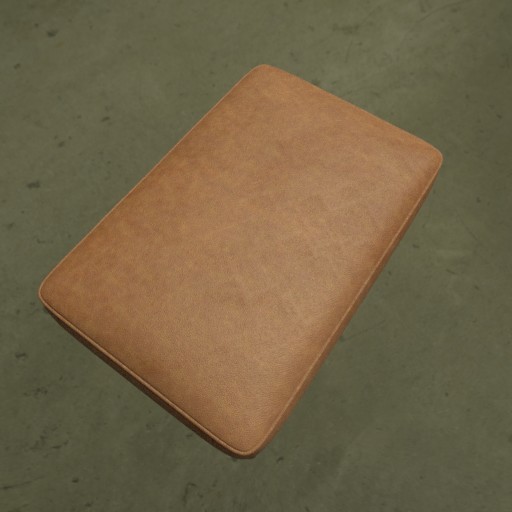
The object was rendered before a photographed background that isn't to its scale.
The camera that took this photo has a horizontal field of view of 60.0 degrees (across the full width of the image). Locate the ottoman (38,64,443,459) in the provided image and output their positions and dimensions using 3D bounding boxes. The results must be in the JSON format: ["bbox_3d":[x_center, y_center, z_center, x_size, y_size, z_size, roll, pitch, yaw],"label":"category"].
[{"bbox_3d":[0.000,0.000,1.169,0.584,0.483,0.864,32,68,15],"label":"ottoman"}]
